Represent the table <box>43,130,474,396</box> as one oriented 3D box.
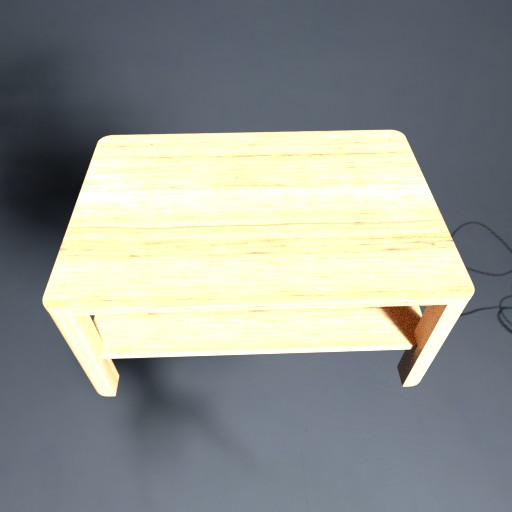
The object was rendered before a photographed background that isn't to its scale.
[{"bbox_3d":[0.000,0.000,1.395,0.997,0.445,0.696,-1,48,-1],"label":"table"}]
